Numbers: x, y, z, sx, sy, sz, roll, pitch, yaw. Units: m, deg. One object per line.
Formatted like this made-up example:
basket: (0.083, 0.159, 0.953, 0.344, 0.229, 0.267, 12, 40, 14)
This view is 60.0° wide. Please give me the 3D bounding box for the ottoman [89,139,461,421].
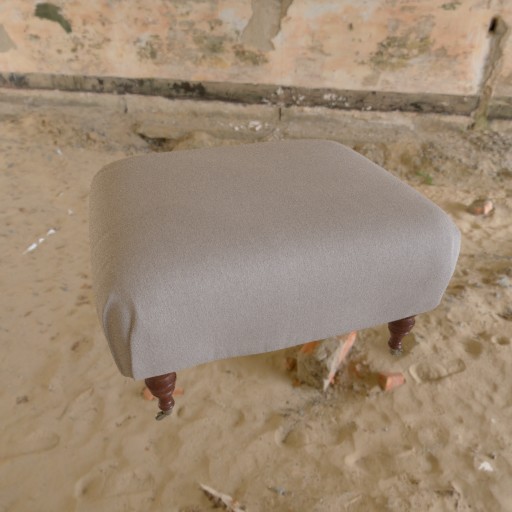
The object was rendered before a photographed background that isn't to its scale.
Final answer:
ottoman: (0.000, 0.000, 1.104, 0.746, 0.450, 0.622, -10, 34, -16)
